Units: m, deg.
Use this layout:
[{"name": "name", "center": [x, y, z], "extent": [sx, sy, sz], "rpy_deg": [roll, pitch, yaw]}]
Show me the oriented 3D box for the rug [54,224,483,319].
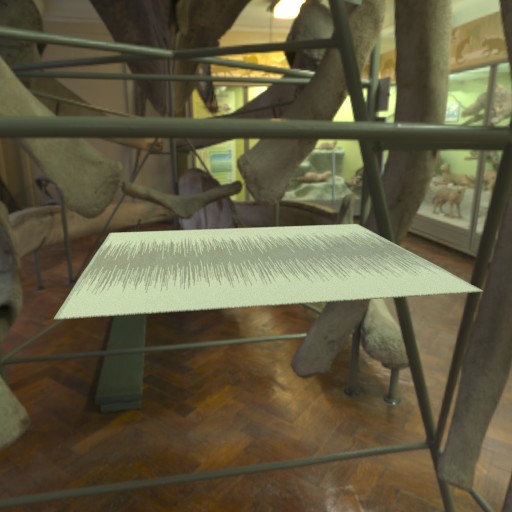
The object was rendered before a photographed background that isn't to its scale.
[{"name": "rug", "center": [0.000, 0.000, 4.215], "extent": [3.037, 0.010, 2.453], "rpy_deg": [-3, 16, -9]}]
